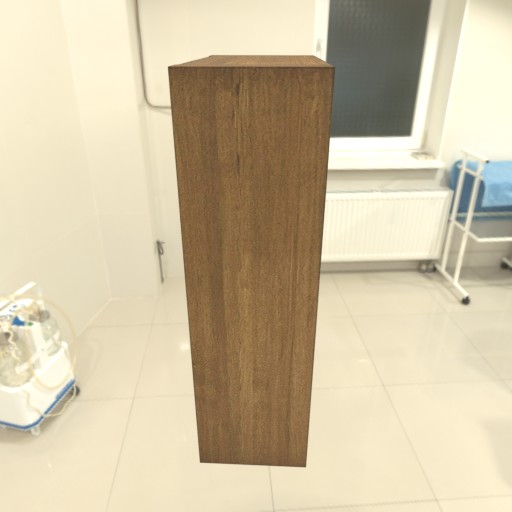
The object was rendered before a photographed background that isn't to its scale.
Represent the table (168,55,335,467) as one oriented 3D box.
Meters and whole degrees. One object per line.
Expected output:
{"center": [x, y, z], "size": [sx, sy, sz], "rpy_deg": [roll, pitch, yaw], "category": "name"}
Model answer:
{"center": [0.000, 0.000, 2.465], "size": [0.600, 2.000, 1.100], "rpy_deg": [1, 26, 3], "category": "table"}
